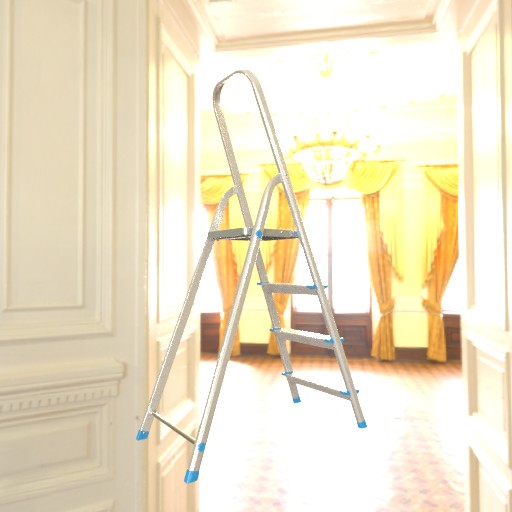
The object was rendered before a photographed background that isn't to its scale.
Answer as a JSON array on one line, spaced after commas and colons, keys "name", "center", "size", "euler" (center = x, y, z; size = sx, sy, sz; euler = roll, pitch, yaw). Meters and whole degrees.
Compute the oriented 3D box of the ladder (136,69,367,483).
[{"name": "ladder", "center": [0.000, 0.000, 1.815], "size": [0.842, 1.434, 0.445], "euler": [1, -2, -35]}]
